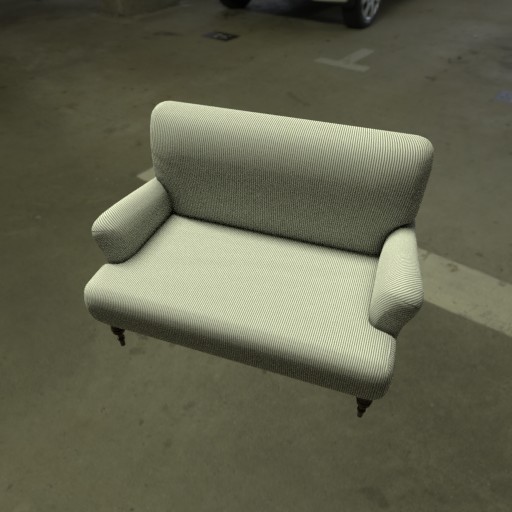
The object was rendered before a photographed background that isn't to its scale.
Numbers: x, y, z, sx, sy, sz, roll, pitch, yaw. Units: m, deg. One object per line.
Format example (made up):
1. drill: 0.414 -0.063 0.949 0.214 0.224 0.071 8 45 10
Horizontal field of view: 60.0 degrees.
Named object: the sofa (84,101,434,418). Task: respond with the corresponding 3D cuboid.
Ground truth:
1. sofa: 0.000 0.000 1.826 1.297 0.889 0.779 13 42 14
